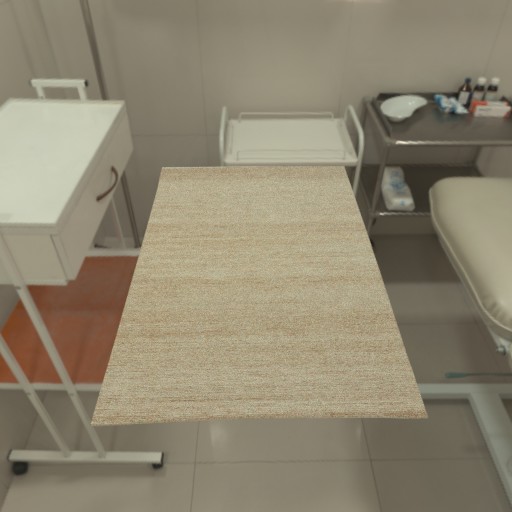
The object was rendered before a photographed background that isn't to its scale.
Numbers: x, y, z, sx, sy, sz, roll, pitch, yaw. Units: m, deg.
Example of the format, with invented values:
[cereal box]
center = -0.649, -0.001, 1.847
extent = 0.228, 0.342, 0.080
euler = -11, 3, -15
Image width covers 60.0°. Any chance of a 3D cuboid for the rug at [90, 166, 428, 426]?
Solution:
[rug]
center = 0.000, 0.000, 2.933
extent = 1.574, 0.029, 2.346
euler = -1, 41, -1
